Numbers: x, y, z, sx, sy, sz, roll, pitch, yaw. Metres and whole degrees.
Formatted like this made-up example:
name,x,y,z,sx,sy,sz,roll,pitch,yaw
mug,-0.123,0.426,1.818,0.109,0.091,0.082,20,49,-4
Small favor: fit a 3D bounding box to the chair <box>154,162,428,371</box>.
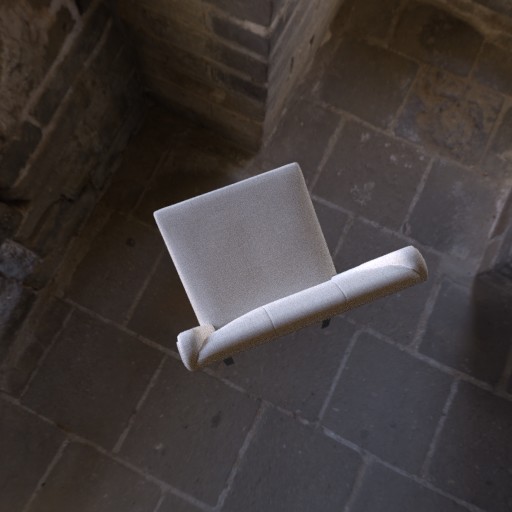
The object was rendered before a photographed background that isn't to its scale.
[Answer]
name,x,y,z,sx,sy,sz,roll,pitch,yaw
chair,0.000,0.000,1.232,0.474,0.961,0.523,-20,75,-6
